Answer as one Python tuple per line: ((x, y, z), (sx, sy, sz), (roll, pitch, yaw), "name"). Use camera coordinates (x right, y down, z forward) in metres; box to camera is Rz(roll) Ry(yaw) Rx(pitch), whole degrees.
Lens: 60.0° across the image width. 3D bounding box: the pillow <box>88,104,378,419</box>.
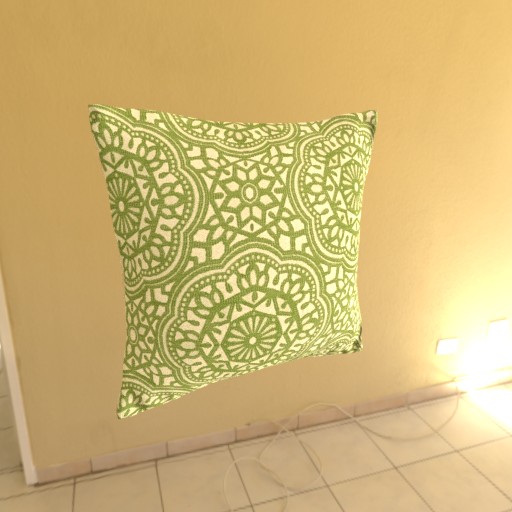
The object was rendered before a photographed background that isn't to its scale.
((0.000, 0.000, 0.658), (0.440, 0.419, 0.162), (-8, 18, -27), "pillow")
